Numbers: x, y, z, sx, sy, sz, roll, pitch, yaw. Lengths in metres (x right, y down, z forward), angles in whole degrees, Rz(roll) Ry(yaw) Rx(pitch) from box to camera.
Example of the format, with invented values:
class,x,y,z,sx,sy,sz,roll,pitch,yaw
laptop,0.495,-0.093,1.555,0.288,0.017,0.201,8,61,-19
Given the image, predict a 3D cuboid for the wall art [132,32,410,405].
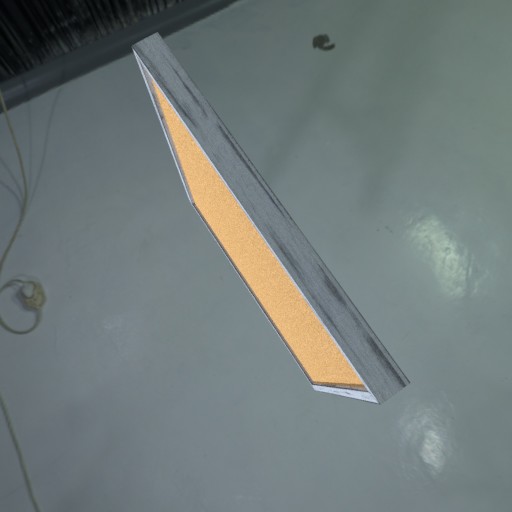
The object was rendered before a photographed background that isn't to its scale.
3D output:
class,x,y,z,sx,sy,sz,roll,pitch,yaw
wall art,0.000,0.000,0.740,0.038,0.506,0.506,-32,77,-8
